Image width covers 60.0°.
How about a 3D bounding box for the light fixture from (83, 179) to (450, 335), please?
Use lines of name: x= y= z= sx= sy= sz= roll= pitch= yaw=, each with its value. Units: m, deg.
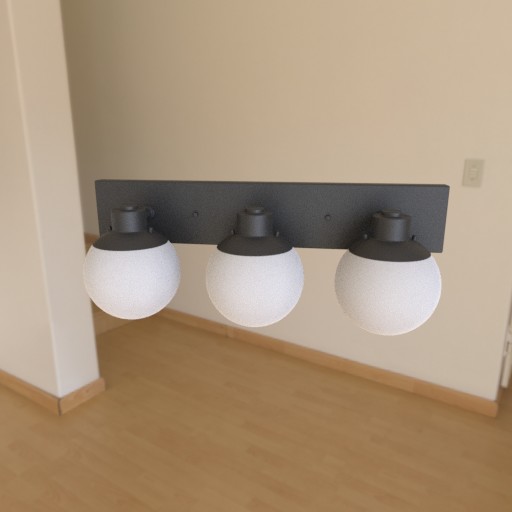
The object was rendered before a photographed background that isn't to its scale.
light fixture: x=0.000 y=0.000 z=0.851 sx=0.721 sy=0.263 sz=0.218 roll=2 pitch=15 yaw=8
